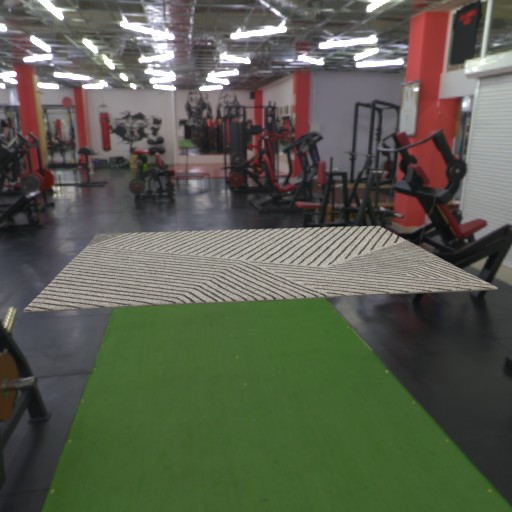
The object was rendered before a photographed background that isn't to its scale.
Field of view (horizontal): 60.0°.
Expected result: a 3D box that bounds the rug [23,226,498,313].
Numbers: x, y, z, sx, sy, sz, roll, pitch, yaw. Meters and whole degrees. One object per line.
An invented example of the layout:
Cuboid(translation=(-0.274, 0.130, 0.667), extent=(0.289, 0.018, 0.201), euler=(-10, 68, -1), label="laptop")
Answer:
Cuboid(translation=(0.000, 0.000, 2.281), extent=(1.842, 0.019, 1.237), euler=(-2, 16, -7), label="rug")
